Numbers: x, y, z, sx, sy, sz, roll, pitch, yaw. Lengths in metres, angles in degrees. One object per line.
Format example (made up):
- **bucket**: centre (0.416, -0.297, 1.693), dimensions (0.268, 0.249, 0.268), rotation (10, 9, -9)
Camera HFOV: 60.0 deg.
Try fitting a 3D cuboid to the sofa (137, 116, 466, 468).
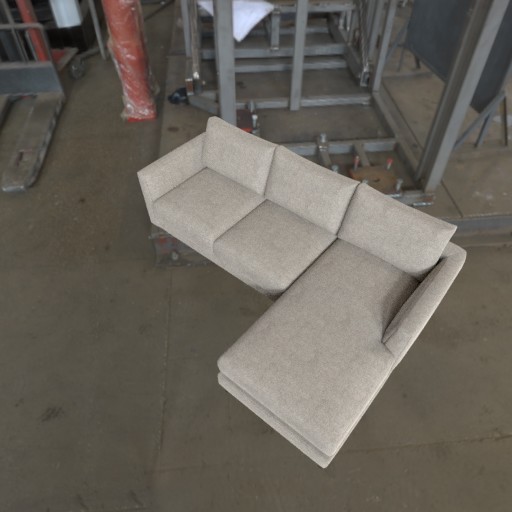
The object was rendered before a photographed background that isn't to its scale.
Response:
- **sofa**: centre (0.000, 0.000, 3.229), dimensions (2.438, 0.864, 1.626), rotation (31, 55, 26)
